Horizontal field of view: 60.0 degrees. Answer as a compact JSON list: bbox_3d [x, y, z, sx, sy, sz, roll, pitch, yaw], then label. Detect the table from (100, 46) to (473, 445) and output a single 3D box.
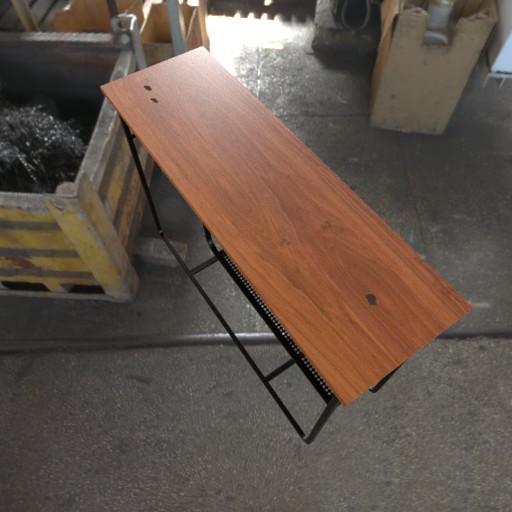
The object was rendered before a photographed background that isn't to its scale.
[{"bbox_3d":[0.000,0.000,1.435,0.350,0.750,1.100,-31,64,-17],"label":"table"}]
